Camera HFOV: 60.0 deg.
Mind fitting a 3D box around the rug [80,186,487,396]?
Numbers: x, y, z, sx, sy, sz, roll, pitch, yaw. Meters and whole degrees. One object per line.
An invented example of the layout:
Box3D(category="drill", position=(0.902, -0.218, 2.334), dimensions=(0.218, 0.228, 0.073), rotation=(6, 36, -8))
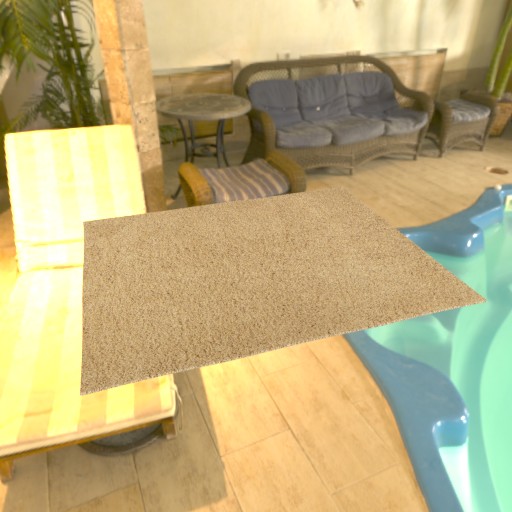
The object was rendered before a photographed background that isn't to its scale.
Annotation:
Box3D(category="rug", position=(0.000, 0.000, 4.027), dimensions=(3.000, 0.025, 2.400), rotation=(-10, 33, -15))
